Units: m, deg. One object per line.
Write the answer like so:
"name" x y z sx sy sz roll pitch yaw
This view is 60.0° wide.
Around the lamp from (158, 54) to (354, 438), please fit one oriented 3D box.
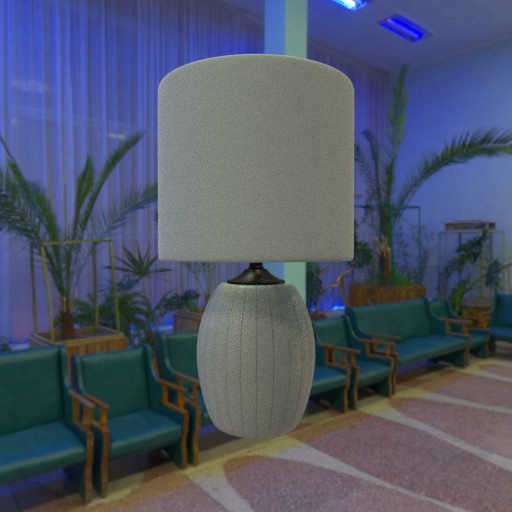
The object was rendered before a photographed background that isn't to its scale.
"lamp" 0.000 0.000 0.762 0.328 0.570 0.328 0 1 0
